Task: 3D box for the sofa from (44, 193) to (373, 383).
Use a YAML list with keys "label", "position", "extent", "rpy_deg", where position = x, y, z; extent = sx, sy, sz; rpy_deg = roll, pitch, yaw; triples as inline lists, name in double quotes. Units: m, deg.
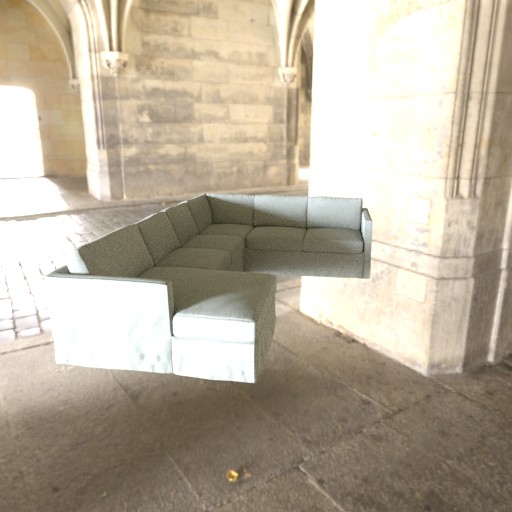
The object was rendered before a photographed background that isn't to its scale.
- label: "sofa"
  position: [0.000, 0.000, 4.569]
  extent: [2.440, 0.869, 3.434]
  rpy_deg: [3, 16, 10]
